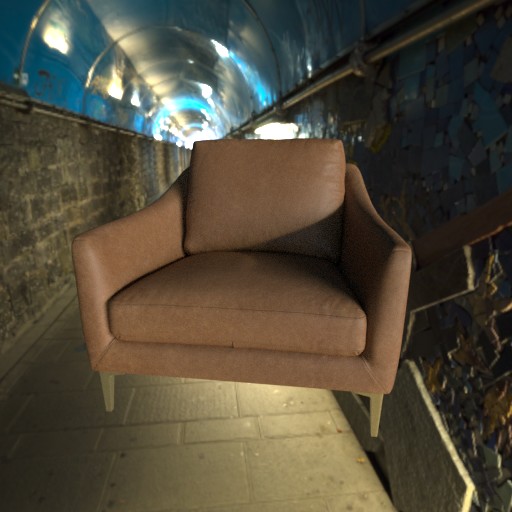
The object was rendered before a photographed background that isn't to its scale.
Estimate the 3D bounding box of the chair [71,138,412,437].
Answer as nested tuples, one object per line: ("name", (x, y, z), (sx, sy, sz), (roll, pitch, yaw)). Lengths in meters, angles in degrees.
("chair", (0.000, 0.000, 1.719), (0.988, 0.895, 0.963), (2, 14, 9))
